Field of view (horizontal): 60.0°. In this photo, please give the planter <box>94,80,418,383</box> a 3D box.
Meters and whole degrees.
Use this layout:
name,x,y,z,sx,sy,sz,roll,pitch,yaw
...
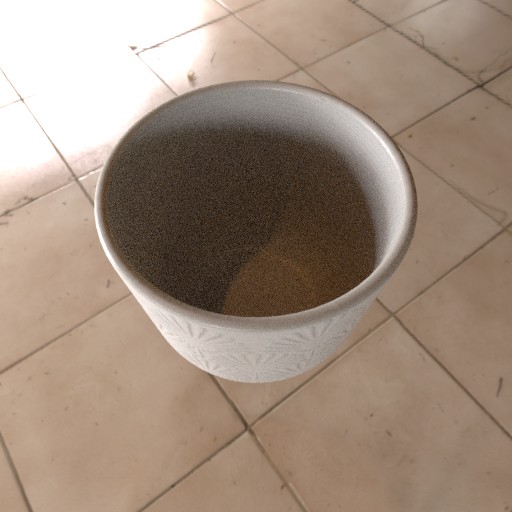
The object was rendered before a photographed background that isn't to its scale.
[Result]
name,x,y,z,sx,sy,sz,roll,pitch,yaw
planter,0.000,0.000,0.299,0.170,0.152,0.170,0,58,0
